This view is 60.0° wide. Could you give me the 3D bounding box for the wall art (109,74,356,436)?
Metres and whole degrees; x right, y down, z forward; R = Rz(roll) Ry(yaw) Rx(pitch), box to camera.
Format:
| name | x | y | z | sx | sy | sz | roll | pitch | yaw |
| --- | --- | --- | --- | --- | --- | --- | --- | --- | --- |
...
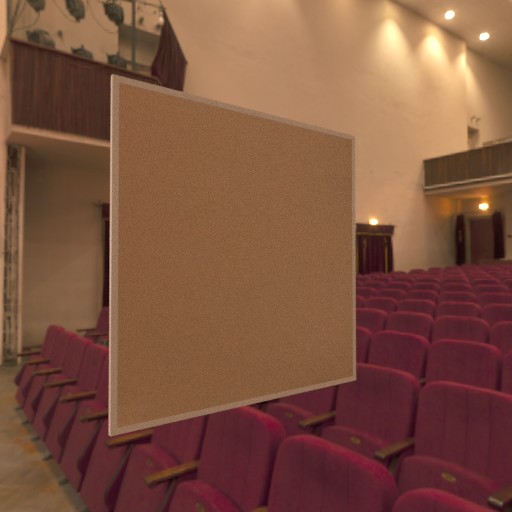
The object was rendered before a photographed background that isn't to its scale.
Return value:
| name | x | y | z | sx | sy | sz | roll | pitch | yaw |
| --- | --- | --- | --- | --- | --- | --- | --- | --- | --- |
| wall art | 0.000 | 0.000 | 1.234 | 0.809 | 0.809 | 0.012 | 1 | -1 | -36 |
